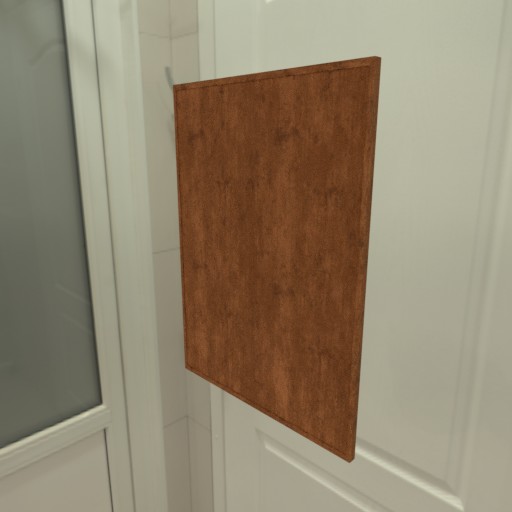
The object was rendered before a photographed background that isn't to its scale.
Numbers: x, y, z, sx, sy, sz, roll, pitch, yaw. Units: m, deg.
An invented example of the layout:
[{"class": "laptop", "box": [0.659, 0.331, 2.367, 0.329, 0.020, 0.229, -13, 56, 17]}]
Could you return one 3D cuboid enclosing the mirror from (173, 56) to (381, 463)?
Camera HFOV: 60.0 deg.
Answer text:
[{"class": "mirror", "box": [0.000, 0.000, 1.431, 0.796, 1.099, 0.028, 14, 20, 43]}]
